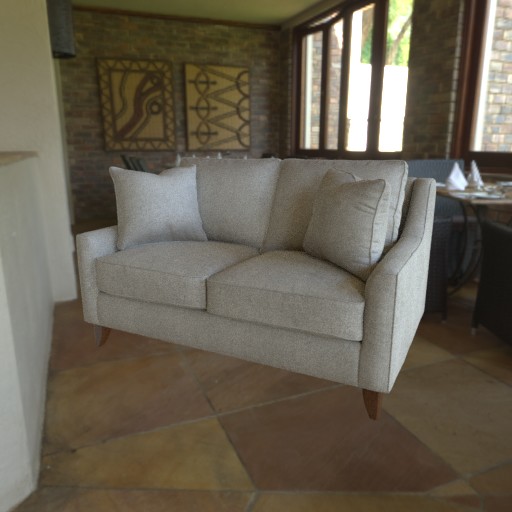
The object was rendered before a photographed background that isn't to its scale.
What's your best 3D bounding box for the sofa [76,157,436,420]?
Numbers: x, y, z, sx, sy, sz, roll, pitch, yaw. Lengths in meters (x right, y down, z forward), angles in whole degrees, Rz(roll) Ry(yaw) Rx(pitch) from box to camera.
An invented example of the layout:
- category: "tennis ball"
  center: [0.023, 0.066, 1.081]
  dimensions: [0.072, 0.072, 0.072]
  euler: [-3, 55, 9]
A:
- category: "sofa"
  center: [0.000, 0.000, 2.039]
  dimensions: [1.422, 0.863, 0.915]
  euler: [7, 16, 26]
